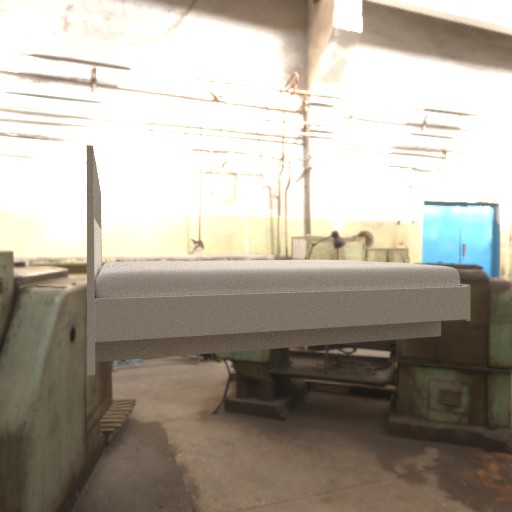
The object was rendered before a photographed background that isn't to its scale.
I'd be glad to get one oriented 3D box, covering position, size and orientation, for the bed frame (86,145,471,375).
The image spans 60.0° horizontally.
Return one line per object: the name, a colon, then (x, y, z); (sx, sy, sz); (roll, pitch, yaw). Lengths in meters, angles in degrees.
bed frame: (0.000, 0.000, 3.058); (2.100, 1.001, 1.711); (0, 1, -18)
